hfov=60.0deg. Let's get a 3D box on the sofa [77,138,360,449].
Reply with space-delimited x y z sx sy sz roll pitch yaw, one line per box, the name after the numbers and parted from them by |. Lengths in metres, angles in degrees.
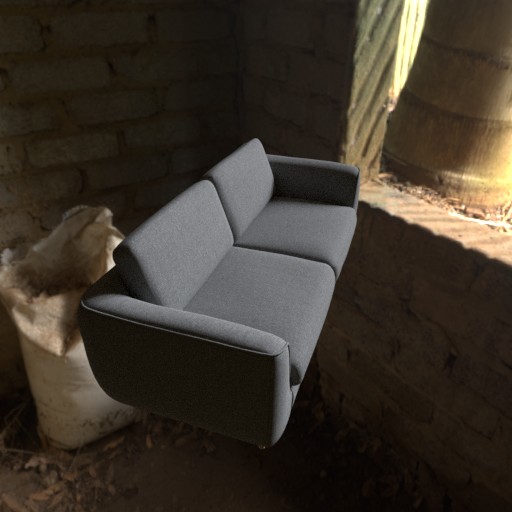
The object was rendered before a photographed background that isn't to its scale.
0.000 0.000 2.451 0.920 0.870 2.000 10 33 16 | sofa
